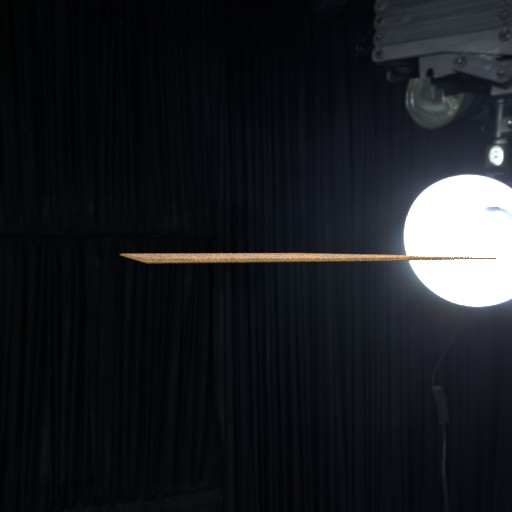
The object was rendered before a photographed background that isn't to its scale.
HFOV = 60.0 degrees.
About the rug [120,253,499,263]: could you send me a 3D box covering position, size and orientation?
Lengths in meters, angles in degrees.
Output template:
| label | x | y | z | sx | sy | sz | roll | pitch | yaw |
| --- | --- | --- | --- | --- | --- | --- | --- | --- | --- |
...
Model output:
| label | x | y | z | sx | sy | sz | roll | pitch | yaw |
| --- | --- | --- | --- | --- | --- | --- | --- | --- | --- |
| rug | 0.000 | 0.000 | 3.655 | 2.043 | 0.019 | 2.916 | 0 | 1 | -19 |
